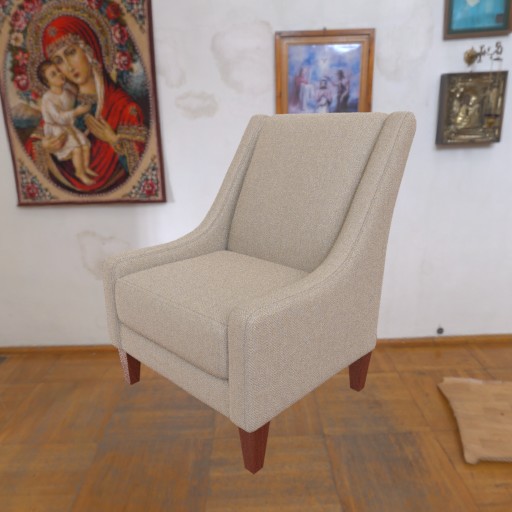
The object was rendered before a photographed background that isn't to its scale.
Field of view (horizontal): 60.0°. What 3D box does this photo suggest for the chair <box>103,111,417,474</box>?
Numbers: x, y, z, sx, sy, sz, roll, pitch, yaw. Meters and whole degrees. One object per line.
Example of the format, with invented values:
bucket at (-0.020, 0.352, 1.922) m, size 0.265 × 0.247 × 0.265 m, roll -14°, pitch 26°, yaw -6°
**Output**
chair at (0.000, 0.000, 1.628) m, size 0.774 × 1.014 × 0.870 m, roll 15°, pitch 22°, yaw 41°
